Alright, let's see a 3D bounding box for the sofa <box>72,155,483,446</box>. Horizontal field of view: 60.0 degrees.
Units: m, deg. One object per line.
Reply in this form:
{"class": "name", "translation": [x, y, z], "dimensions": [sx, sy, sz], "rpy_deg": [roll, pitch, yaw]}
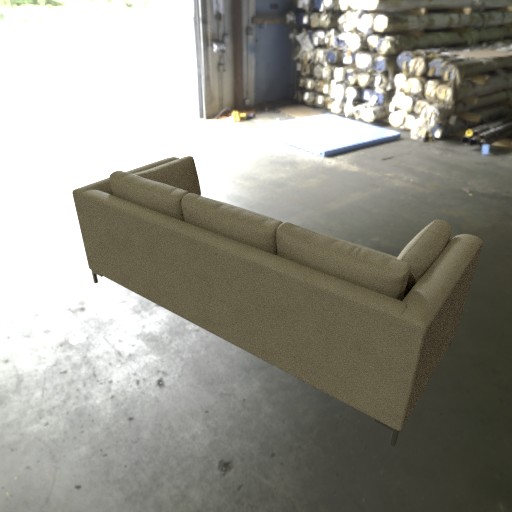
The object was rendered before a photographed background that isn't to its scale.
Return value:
{"class": "sofa", "translation": [0.000, 0.000, 2.874], "dimensions": [2.415, 0.867, 0.969], "rpy_deg": [21, 36, 31]}
